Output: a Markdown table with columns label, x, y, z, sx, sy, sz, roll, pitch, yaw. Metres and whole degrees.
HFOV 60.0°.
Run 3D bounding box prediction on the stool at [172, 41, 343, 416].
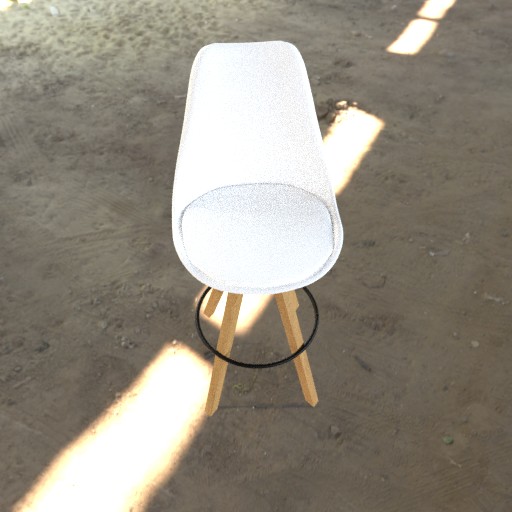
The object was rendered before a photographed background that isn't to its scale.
| label | x | y | z | sx | sy | sz | roll | pitch | yaw |
| --- | --- | --- | --- | --- | --- | --- | --- | --- | --- |
| stool | 0.000 | 0.000 | 1.404 | 0.482 | 1.115 | 0.549 | -4 | 46 | -4 |
